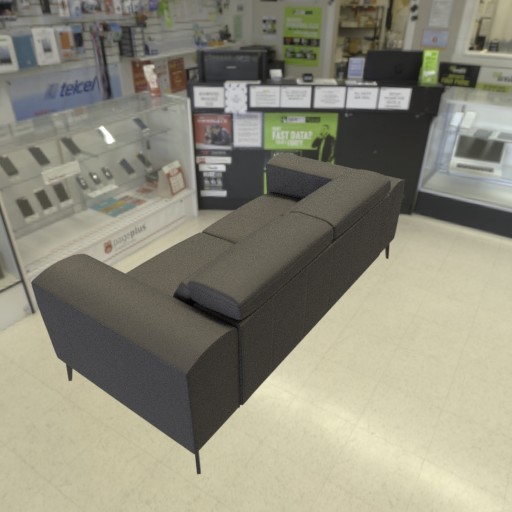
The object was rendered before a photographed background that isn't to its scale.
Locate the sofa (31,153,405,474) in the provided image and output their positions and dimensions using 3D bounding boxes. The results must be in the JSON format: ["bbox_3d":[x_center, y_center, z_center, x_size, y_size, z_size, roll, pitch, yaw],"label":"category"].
[{"bbox_3d":[0.000,0.000,2.790,1.048,0.814,2.330,21,37,30],"label":"sofa"}]
